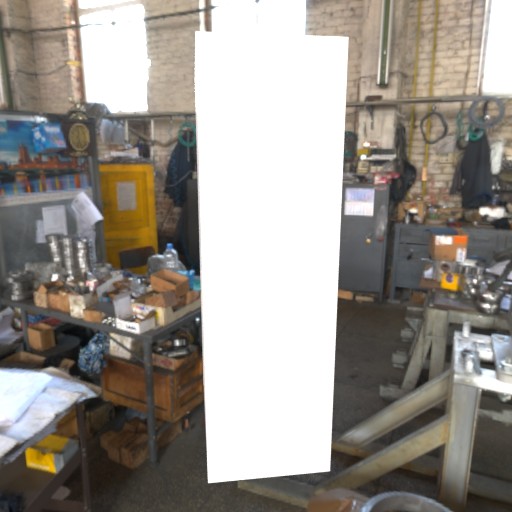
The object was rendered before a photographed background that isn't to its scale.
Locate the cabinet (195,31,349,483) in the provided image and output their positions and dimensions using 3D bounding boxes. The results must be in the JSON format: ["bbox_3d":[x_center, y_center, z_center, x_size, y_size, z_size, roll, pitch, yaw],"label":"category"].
[{"bbox_3d":[0.000,0.000,2.341,0.580,1.920,0.980,-2,13,-8],"label":"cabinet"}]
